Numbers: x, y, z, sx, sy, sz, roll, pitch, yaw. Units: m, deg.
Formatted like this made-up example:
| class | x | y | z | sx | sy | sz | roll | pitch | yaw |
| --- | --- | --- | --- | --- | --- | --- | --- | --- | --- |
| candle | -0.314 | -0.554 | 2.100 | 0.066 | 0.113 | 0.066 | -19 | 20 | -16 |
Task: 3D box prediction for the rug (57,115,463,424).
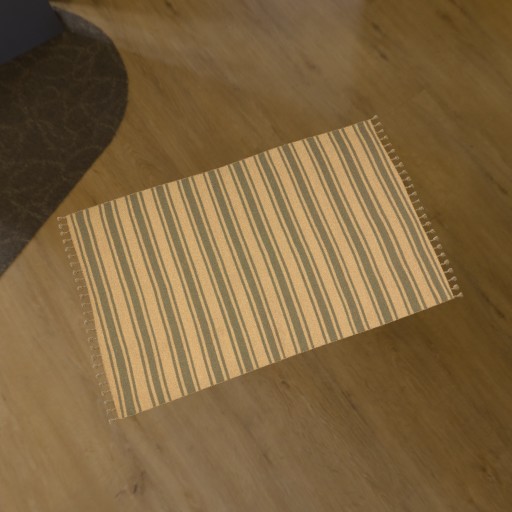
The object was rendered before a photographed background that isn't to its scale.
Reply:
| class | x | y | z | sx | sy | sz | roll | pitch | yaw |
| --- | --- | --- | --- | --- | --- | --- | --- | --- | --- |
| rug | 0.000 | 0.000 | 2.563 | 2.084 | 0.009 | 1.222 | -19 | 76 | -5 |
